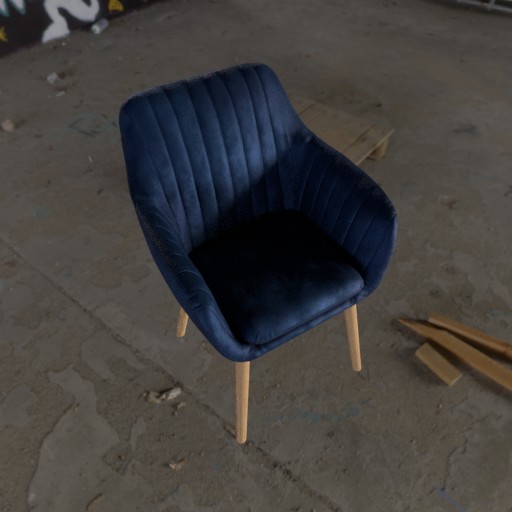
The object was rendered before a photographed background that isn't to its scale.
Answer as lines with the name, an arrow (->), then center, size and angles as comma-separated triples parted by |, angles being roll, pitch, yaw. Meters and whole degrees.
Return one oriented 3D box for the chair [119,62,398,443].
chair -> 0.000, 0.000, 1.244 | 0.578, 0.826, 0.573 | -24, 51, -22
